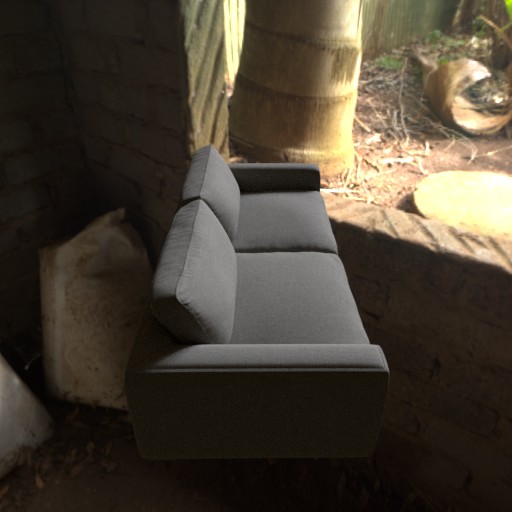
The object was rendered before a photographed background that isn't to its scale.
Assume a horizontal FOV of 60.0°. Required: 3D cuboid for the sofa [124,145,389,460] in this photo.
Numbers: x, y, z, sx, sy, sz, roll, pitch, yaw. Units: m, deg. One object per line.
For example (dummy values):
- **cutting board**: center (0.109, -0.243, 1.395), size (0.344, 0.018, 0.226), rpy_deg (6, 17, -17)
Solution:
- **sofa**: center (0.000, 0.000, 2.716), size (1.070, 0.801, 2.262), rpy_deg (0, 32, 0)
